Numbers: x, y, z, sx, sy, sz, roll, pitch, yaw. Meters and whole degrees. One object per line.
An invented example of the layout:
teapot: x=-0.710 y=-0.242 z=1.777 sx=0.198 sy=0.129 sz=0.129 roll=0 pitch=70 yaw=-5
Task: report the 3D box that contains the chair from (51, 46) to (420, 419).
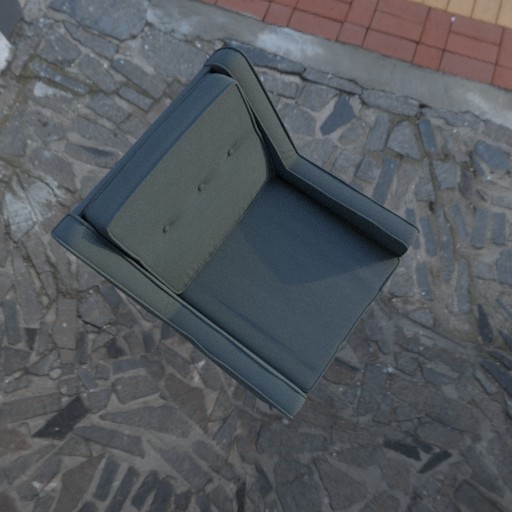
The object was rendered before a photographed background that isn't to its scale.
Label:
chair: x=0.000 y=0.000 z=1.353 sx=0.733 sy=0.780 sz=0.663 roll=36 pitch=78 yaw=9
